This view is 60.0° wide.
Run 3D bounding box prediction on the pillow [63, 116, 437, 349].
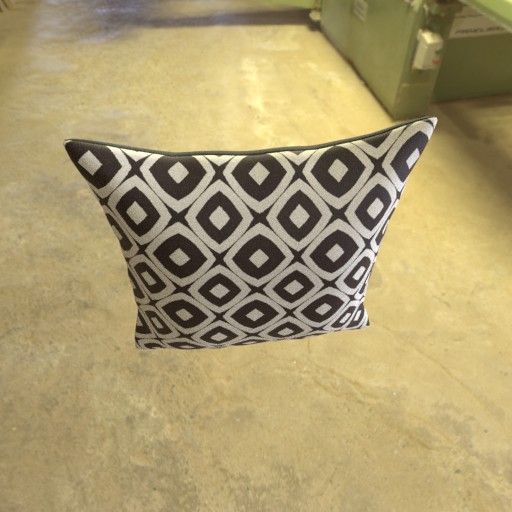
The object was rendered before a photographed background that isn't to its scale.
[{"bbox_3d":[0.000,0.000,0.769,0.504,0.494,0.188,-5,46,-4],"label":"pillow"}]
